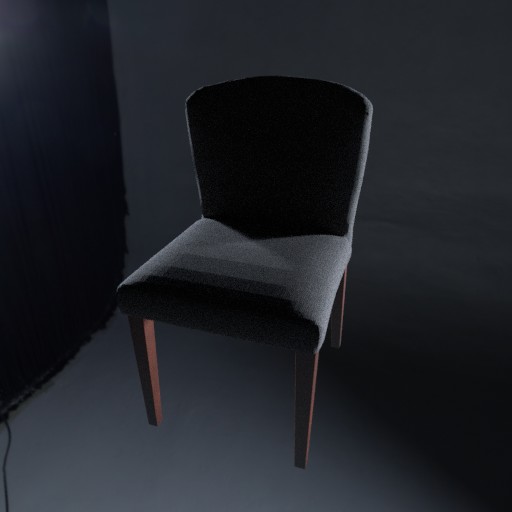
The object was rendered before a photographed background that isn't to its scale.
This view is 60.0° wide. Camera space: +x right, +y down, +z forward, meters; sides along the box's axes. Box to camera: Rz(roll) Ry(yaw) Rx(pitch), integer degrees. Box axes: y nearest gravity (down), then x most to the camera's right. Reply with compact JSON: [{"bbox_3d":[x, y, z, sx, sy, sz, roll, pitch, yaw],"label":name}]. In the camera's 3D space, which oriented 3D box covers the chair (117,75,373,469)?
[{"bbox_3d":[0.000,0.000,1.173,0.491,0.839,0.589,9,29,17],"label":"chair"}]
